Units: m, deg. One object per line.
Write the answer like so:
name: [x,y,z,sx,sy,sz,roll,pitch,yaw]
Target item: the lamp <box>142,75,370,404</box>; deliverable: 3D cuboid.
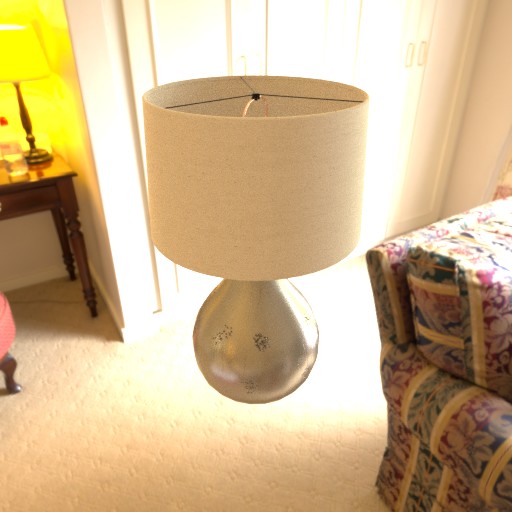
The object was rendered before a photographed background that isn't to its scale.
lamp: [0.000,0.000,0.740,0.330,0.521,0.330,0,30,0]
